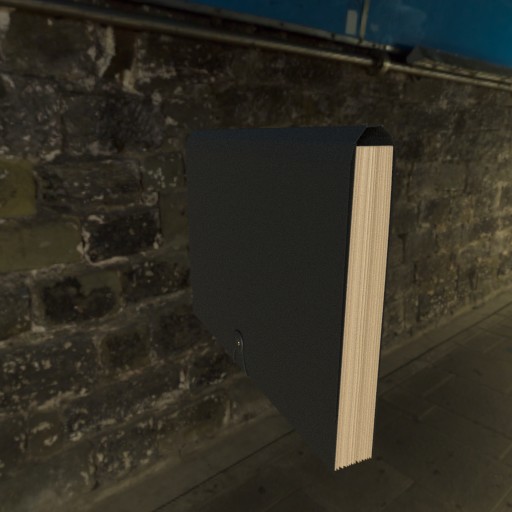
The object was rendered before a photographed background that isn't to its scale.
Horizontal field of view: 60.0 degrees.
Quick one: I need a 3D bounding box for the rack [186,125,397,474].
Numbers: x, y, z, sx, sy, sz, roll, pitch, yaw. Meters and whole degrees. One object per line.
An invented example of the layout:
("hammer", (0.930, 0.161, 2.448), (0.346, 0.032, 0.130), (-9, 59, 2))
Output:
("rack", (0.000, 0.000, 0.435), (0.041, 0.241, 0.330), (-7, 17, -24))
